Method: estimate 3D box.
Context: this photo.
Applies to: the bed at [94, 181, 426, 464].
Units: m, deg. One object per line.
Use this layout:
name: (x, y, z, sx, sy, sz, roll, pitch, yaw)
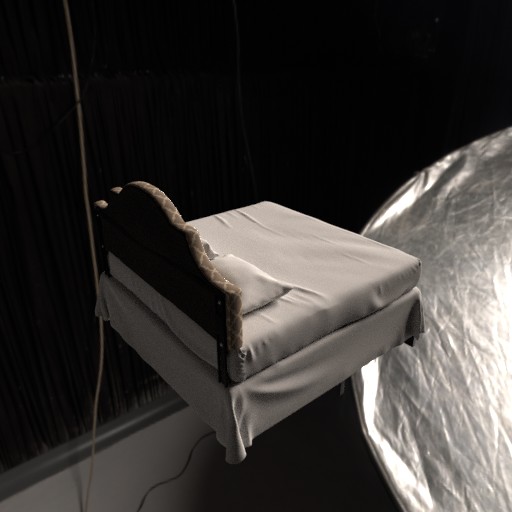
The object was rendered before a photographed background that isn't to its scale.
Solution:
bed: (0.000, 0.000, 3.795, 2.222, 1.601, 2.314, -19, 31, -34)
